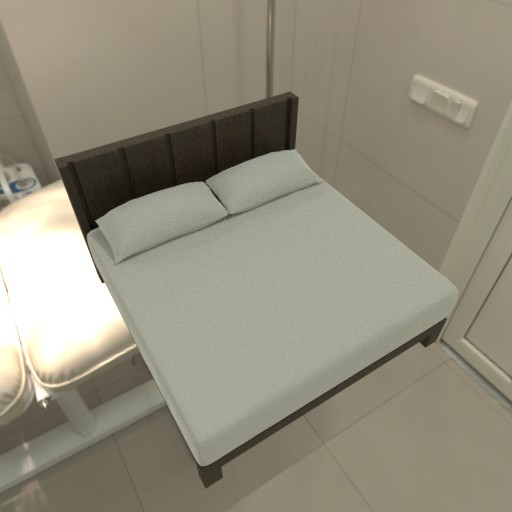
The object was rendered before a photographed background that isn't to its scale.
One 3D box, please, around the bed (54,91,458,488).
[{"bbox_3d":[0.000,0.000,3.459,2.143,1.261,2.238,-24,50,-22],"label":"bed"}]
